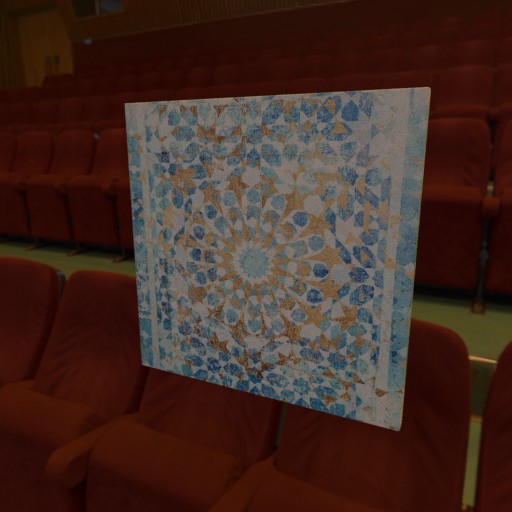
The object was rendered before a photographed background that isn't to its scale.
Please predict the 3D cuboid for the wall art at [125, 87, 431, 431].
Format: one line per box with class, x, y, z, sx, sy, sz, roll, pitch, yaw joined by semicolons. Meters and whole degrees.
wall art;0.000;0.000;1.351;0.916;0.916;0.040;6;15;25
